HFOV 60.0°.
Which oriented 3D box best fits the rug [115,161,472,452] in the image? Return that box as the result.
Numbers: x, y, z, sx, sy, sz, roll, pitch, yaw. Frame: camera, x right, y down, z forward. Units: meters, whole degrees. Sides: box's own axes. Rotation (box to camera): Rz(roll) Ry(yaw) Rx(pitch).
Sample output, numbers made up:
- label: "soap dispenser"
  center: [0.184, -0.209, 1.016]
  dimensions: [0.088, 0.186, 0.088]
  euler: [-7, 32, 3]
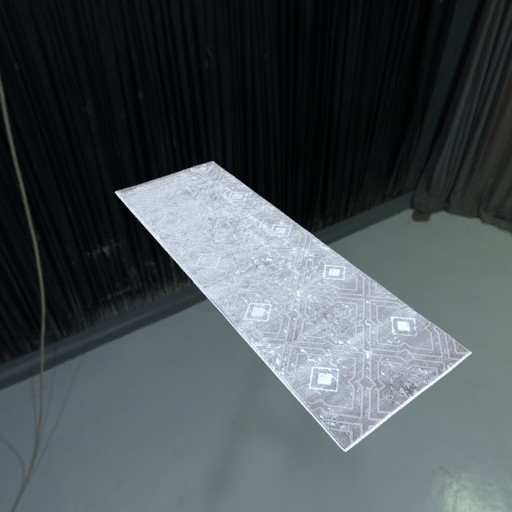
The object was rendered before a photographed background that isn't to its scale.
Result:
- label: "rug"
  center: [0.000, 0.000, 2.669]
  dimensions: [0.832, 0.035, 2.381]
  euler: [-24, 45, -27]
